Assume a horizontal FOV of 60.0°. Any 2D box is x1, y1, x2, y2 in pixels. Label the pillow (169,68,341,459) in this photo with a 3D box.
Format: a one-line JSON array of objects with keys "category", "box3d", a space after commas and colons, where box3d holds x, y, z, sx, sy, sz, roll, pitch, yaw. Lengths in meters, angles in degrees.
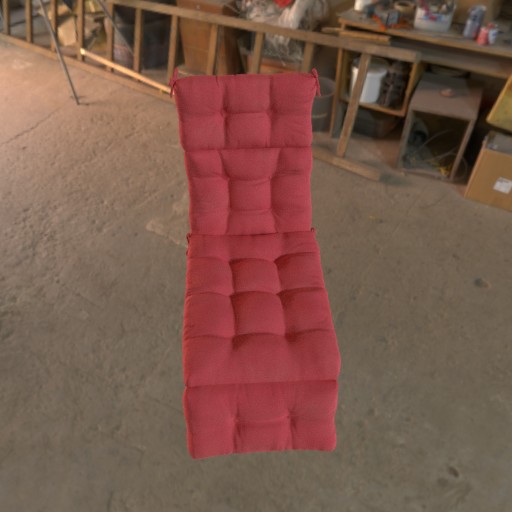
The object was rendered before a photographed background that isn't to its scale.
[{"category": "pillow", "box3d": [0.000, 0.000, 1.478, 0.526, 0.863, 1.016, -3, 47, -2]}]
